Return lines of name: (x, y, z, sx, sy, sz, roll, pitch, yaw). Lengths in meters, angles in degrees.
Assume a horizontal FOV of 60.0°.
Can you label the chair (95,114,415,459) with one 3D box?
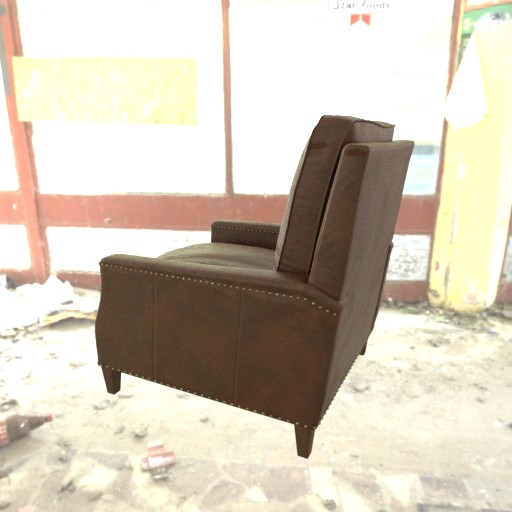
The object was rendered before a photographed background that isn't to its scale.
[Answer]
chair: (0.000, 0.000, 1.781, 1.035, 1.054, 0.854, 7, 17, 25)
